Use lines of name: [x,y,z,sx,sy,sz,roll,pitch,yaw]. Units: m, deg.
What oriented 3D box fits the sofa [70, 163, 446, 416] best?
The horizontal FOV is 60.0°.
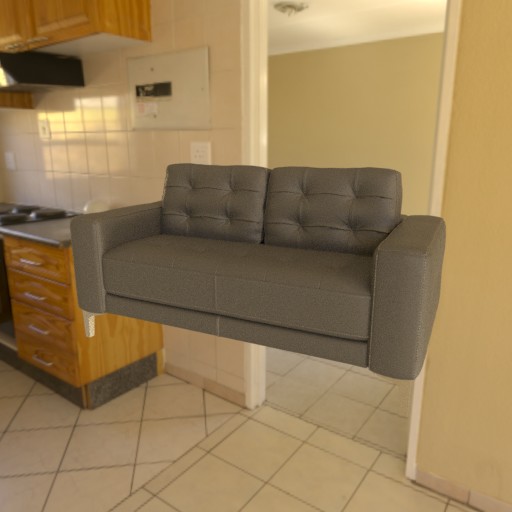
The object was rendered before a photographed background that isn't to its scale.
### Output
sofa: [0.000,0.000,2.246,1.726,0.892,0.833,7,16,25]
